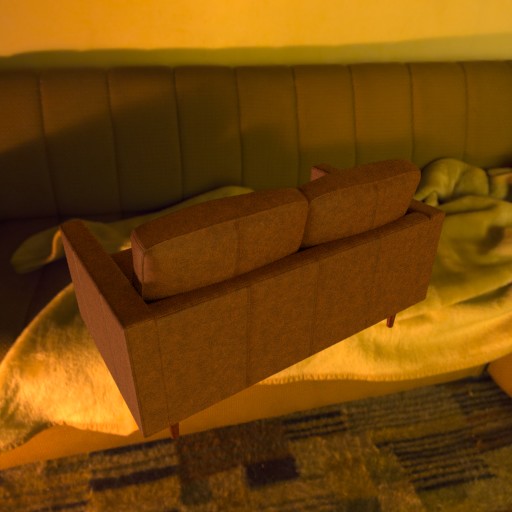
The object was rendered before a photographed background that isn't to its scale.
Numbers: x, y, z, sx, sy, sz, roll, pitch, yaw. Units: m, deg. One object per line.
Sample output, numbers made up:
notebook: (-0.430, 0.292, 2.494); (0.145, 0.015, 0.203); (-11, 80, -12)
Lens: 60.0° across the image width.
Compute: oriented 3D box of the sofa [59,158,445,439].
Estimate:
sofa: (0.000, 0.000, 2.165); (1.578, 0.951, 0.909); (-18, 35, -29)
